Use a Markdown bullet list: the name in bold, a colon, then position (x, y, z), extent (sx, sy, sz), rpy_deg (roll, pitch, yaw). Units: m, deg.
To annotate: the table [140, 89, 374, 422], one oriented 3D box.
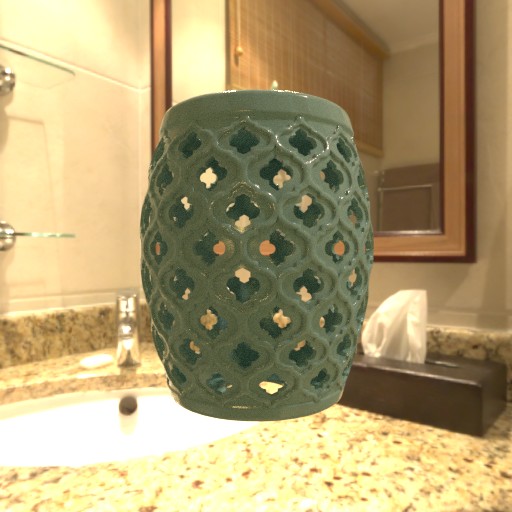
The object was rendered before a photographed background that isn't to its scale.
- **table**: position (0.000, 0.000, 0.636), extent (0.325, 0.388, 0.325), rpy_deg (0, 1, 0)
